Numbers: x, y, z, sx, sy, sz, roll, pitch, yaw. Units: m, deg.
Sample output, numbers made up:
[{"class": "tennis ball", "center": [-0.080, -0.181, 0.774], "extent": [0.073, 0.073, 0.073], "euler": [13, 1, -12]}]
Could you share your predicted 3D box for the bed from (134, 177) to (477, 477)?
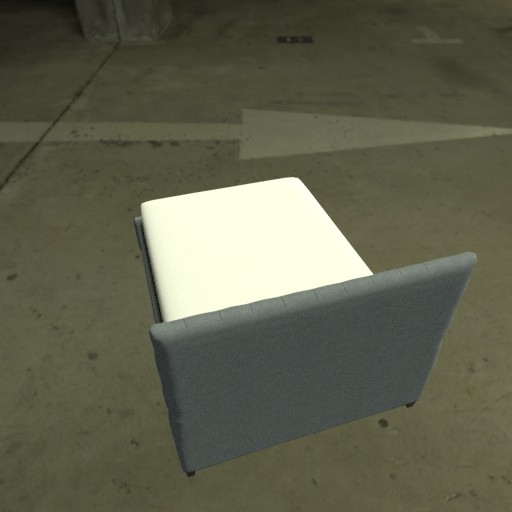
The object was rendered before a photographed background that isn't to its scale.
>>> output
[{"class": "bed", "center": [0.000, 0.000, 3.364], "extent": [1.698, 1.411, 2.335], "euler": [-12, 42, -13]}]
